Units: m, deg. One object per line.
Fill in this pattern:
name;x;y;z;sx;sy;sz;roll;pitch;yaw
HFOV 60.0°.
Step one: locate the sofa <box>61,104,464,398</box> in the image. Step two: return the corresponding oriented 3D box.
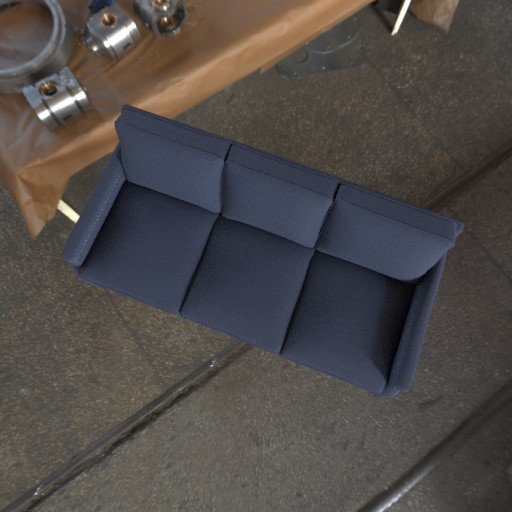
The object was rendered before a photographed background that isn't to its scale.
sofa;0.000;0.000;2.854;2.246;1.003;1.084;20;77;5
